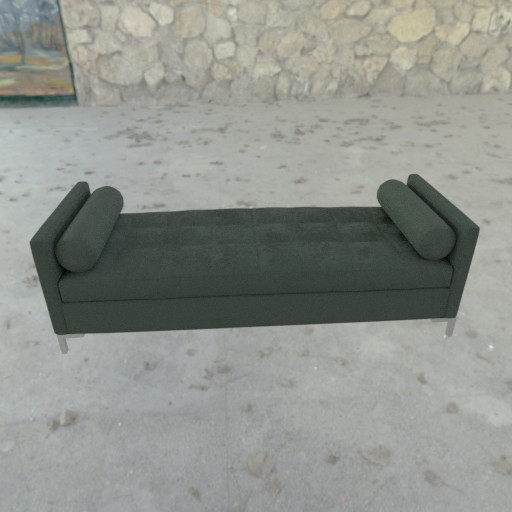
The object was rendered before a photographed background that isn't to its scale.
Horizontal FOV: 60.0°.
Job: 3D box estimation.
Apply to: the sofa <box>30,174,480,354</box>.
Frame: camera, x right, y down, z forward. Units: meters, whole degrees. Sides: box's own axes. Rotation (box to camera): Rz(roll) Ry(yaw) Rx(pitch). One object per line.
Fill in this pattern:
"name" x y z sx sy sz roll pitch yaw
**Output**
"sofa" 0.000 0.000 2.506 2.102 0.657 0.797 -2 29 -3
